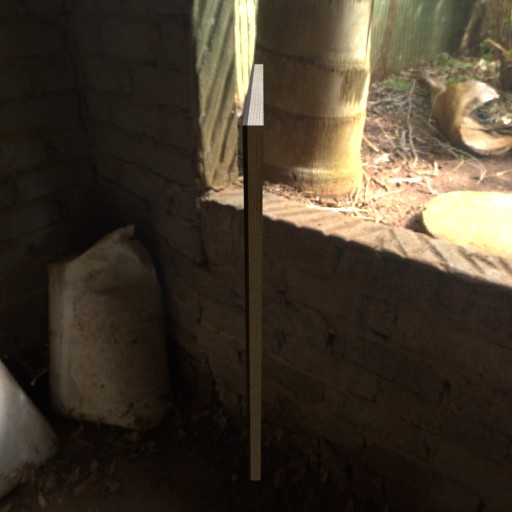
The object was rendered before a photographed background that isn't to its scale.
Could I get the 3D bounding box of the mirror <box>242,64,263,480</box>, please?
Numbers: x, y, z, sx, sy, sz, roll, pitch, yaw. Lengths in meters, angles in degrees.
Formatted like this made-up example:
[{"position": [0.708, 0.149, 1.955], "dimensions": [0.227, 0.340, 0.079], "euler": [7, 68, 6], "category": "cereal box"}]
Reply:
[{"position": [0.000, 0.000, 1.211], "dimensions": [0.032, 0.882, 0.730], "euler": [0, 30, 1], "category": "mirror"}]
